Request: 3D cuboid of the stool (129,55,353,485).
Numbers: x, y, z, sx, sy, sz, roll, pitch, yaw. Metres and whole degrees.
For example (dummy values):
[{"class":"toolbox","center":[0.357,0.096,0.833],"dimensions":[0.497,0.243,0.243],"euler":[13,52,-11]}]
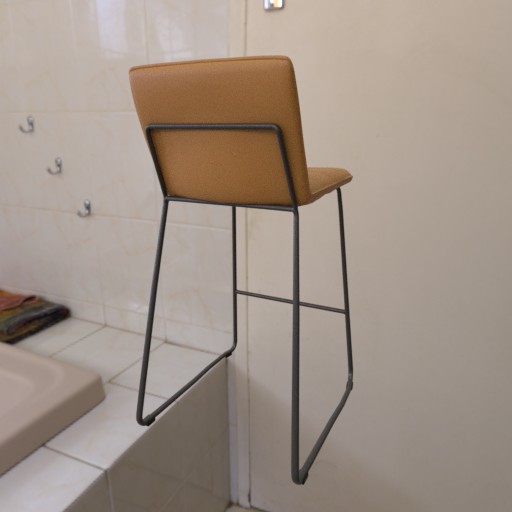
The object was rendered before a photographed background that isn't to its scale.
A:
[{"class":"stool","center":[0.000,0.000,1.213],"dimensions":[0.489,0.936,0.524],"euler":[8,18,26]}]
